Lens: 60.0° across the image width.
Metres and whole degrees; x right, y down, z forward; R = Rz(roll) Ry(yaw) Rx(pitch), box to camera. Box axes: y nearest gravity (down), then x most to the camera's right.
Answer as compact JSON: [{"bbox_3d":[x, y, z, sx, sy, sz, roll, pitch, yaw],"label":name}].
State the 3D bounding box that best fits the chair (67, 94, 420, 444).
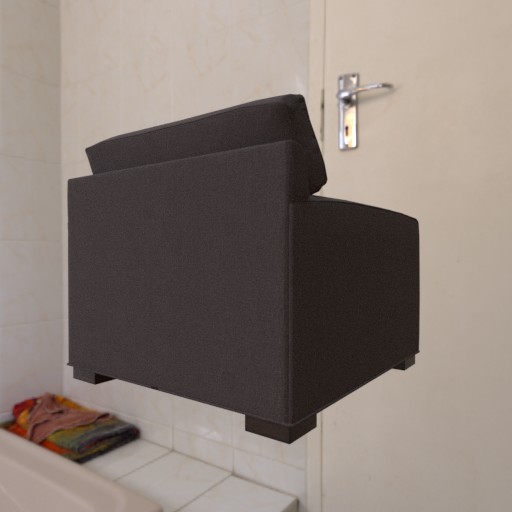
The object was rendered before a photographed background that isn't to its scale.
[{"bbox_3d":[0.000,0.000,1.771,0.997,0.913,1.043,0,1,37],"label":"chair"}]
